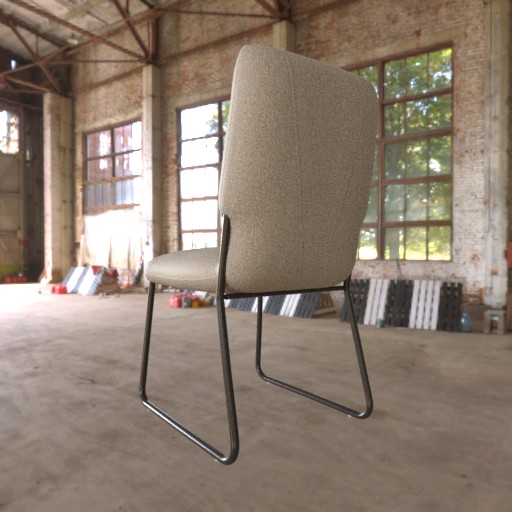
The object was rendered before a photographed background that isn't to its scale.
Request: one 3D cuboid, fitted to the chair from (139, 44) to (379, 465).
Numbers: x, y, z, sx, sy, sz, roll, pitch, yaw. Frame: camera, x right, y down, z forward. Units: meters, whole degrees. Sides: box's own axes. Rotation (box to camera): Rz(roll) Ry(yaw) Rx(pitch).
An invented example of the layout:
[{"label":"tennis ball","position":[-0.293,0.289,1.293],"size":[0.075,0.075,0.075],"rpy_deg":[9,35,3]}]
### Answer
[{"label":"chair","position":[0.000,0.000,1.182],"size":[0.448,0.864,0.560],"rpy_deg":[-1,1,-36]}]
